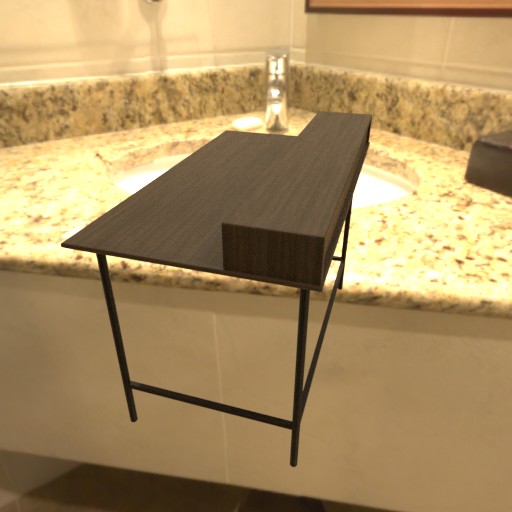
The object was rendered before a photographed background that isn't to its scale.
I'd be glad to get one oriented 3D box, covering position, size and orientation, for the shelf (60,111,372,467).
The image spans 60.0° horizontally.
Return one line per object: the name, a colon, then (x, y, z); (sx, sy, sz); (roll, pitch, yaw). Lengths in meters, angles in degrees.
shelf: (0.000, 0.000, 1.718); (0.685, 0.865, 1.212); (9, 31, 15)
